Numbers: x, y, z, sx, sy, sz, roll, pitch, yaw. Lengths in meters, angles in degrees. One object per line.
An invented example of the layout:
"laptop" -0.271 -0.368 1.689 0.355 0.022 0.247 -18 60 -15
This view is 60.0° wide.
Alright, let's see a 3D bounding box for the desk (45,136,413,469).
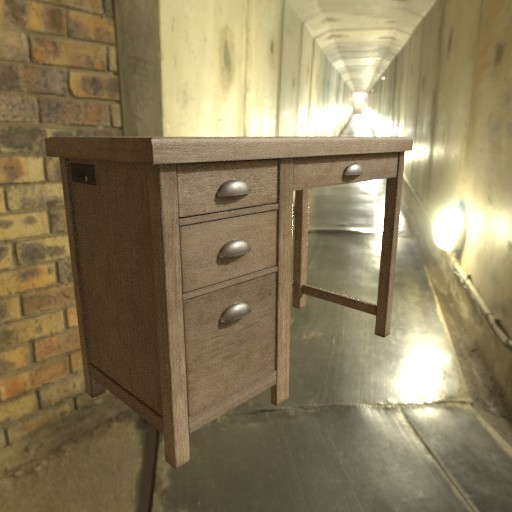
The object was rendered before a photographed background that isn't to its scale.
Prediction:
"desk" 0.000 0.000 1.757 0.610 0.912 1.289 14 21 42
